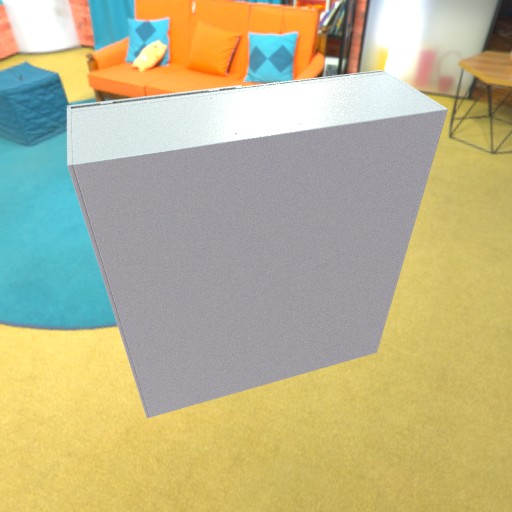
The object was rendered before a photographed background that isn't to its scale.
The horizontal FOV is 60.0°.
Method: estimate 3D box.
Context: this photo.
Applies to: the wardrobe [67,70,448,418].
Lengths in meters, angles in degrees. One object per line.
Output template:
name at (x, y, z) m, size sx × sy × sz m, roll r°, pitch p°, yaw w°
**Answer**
wardrobe at (0.000, 0.000, 2.831) m, size 1.780 × 1.960 × 0.629 m, roll -12°, pitch 42°, yaw -14°
